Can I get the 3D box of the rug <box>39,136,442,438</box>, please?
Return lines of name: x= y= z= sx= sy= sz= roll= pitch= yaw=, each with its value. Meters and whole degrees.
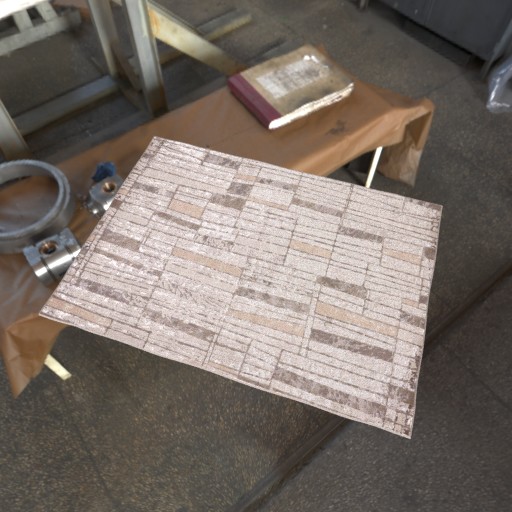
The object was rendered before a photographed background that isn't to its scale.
rug: x=0.000 y=0.000 z=4.354 sx=3.357 sy=0.019 sz=2.449 roll=16 pitch=59 yaw=10
